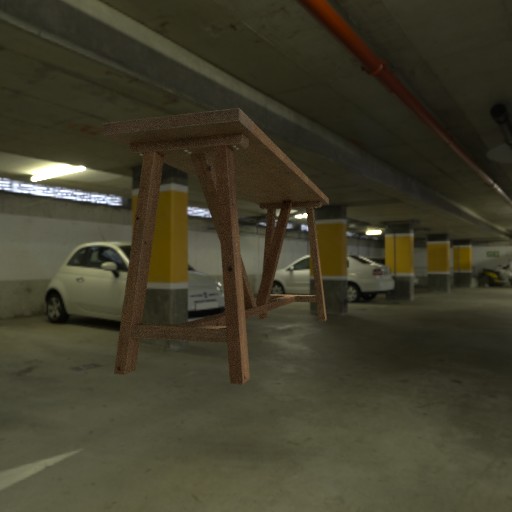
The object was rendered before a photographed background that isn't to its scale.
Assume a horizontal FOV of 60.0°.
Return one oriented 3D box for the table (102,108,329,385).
[{"bbox_3d":[0.000,0.000,2.196,0.465,0.810,1.800,0,-1,17],"label":"table"}]
